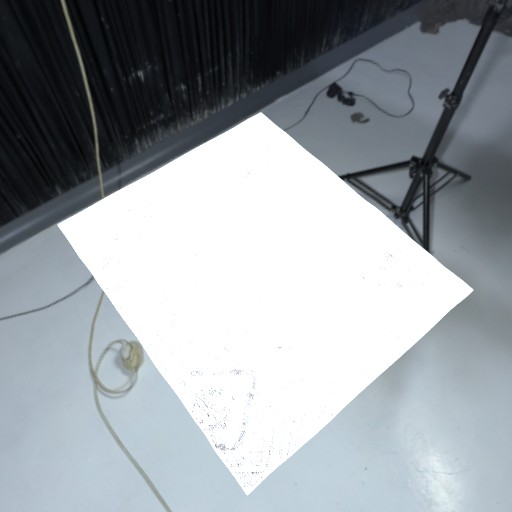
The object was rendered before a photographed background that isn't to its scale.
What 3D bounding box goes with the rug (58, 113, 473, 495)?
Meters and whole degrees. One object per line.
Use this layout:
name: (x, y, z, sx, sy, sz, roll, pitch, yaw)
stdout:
rug: (0.000, 0.000, 0.881, 0.548, 0.006, 0.639, -34, 64, -19)
